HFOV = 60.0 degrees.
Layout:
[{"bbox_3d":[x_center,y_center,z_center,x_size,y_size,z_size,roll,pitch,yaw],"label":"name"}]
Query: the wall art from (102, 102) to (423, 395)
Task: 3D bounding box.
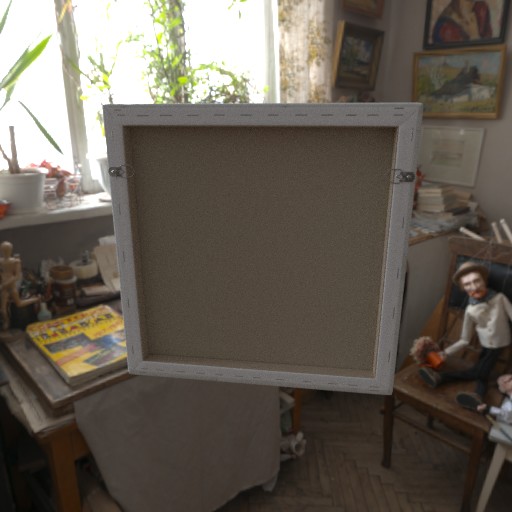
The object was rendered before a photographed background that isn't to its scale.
[{"bbox_3d":[0.000,0.000,0.938,0.610,0.611,0.040,2,18,8],"label":"wall art"}]
